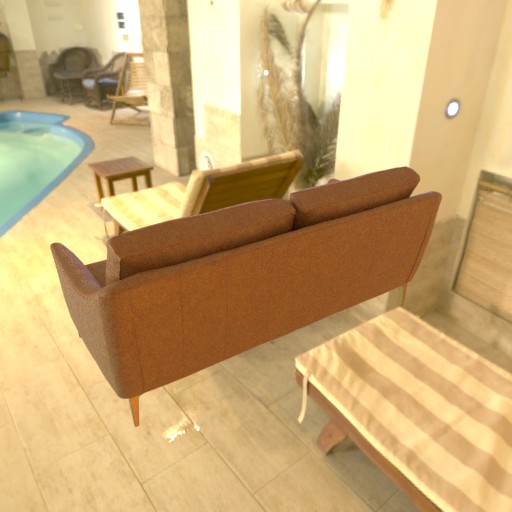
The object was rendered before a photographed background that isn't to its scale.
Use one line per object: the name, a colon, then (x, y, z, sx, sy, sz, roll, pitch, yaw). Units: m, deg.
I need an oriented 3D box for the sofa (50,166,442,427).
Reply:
sofa: (0.000, 0.000, 2.551, 2.036, 0.945, 0.981, -17, 33, -28)
